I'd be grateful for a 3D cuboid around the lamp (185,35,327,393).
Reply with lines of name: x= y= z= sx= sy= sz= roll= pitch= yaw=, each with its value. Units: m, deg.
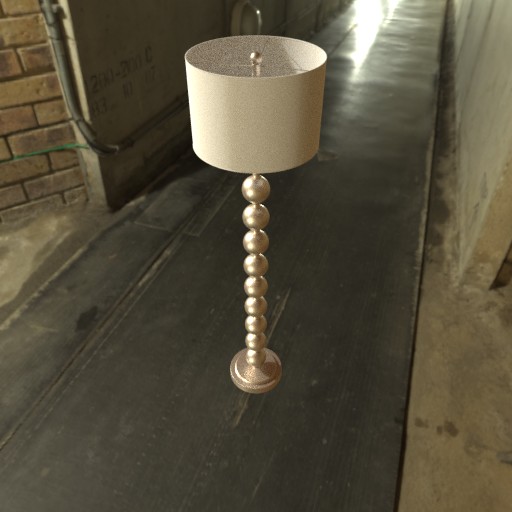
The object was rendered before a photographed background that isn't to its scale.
lamp: x=0.000 y=0.000 z=1.698 sx=0.394 sy=1.474 sz=0.394 roll=-12 pitch=42 yaw=-14
